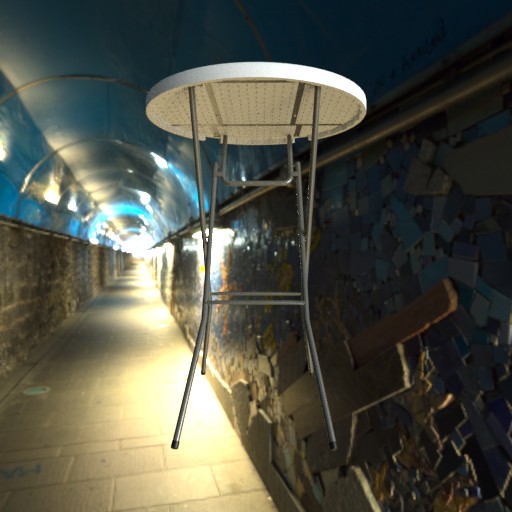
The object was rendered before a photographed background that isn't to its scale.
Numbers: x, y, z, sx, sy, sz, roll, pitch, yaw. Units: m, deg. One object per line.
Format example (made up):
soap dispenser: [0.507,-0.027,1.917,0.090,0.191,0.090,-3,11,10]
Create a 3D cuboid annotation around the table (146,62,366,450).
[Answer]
table: [0.000,0.000,1.649,0.792,1.105,0.795,0,0,1]
